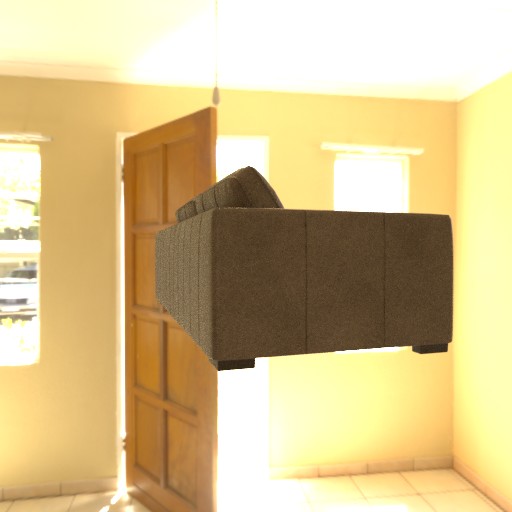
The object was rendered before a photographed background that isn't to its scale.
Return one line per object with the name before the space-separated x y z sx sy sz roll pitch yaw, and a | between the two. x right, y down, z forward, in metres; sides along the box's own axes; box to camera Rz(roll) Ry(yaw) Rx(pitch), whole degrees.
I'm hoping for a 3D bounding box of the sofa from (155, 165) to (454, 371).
sofa | 0.000 0.000 2.773 1.070 0.801 2.262 0 1 -18
